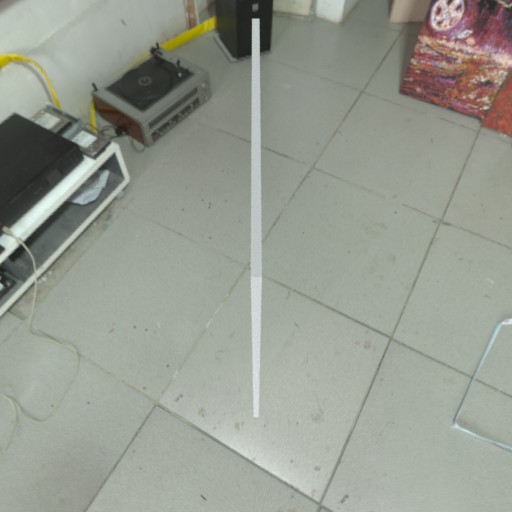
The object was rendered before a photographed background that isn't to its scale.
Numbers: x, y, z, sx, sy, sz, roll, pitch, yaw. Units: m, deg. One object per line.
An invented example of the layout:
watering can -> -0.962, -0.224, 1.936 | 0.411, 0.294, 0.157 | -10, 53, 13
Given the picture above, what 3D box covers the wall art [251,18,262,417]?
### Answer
wall art -> 0.000, 0.000, 0.844 | 0.011, 0.659, 0.454 | 0, 58, 0
